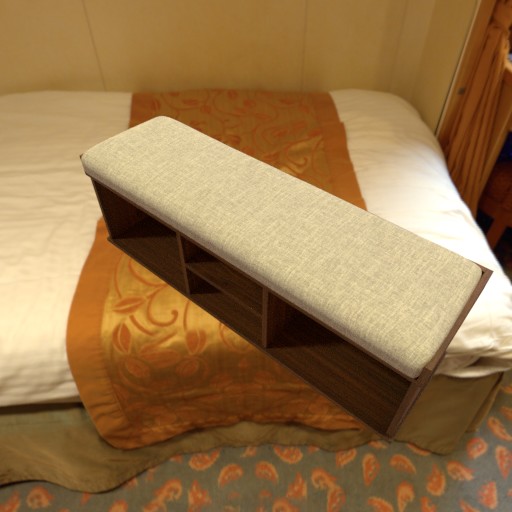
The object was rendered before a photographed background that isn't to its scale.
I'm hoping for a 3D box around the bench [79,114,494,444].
[{"bbox_3d":[0.000,0.000,1.385,1.196,0.468,0.367,31,53,26],"label":"bench"}]
